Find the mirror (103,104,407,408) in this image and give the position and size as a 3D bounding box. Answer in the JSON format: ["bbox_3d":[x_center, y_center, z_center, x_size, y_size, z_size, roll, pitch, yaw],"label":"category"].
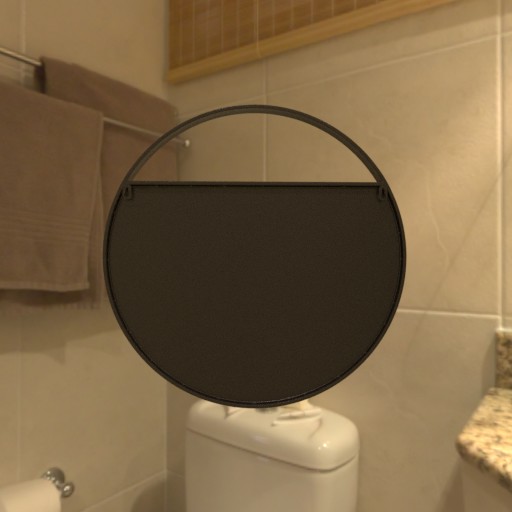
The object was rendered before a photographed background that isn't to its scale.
[{"bbox_3d":[0.000,0.000,0.839,0.565,0.565,0.032,0,-1,-2],"label":"mirror"}]
